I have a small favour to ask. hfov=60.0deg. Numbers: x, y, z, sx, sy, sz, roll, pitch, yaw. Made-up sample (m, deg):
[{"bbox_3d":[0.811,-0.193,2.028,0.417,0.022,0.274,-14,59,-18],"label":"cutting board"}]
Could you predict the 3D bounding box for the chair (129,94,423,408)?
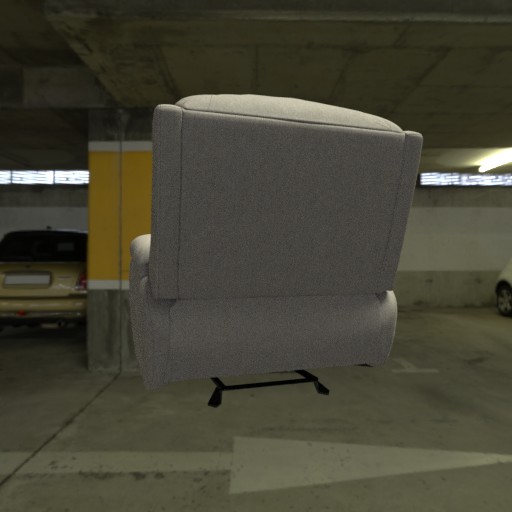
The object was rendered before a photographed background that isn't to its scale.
[{"bbox_3d":[0.000,0.000,1.731,0.930,1.011,0.899,0,0,-19],"label":"chair"}]
